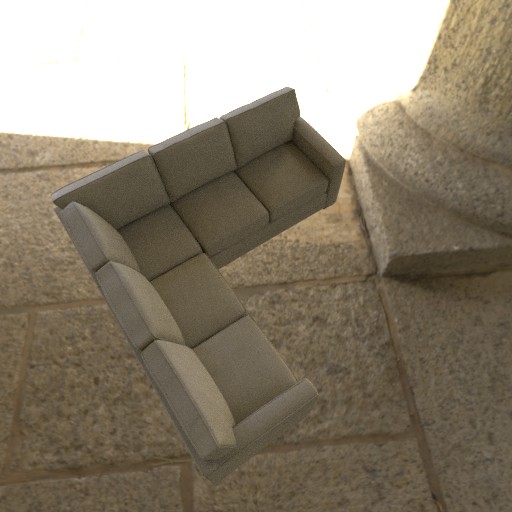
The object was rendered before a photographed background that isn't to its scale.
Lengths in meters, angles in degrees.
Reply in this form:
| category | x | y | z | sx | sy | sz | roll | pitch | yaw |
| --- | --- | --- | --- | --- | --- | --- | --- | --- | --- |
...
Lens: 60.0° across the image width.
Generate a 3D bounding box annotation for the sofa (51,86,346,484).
| category | x | y | z | sx | sy | sz | roll | pitch | yaw |
| --- | --- | --- | --- | --- | --- | --- | --- | --- | --- |
| sofa | 0.000 | 0.000 | 3.355 | 2.211 | 0.936 | 2.188 | -31 | 64 | -17 |
